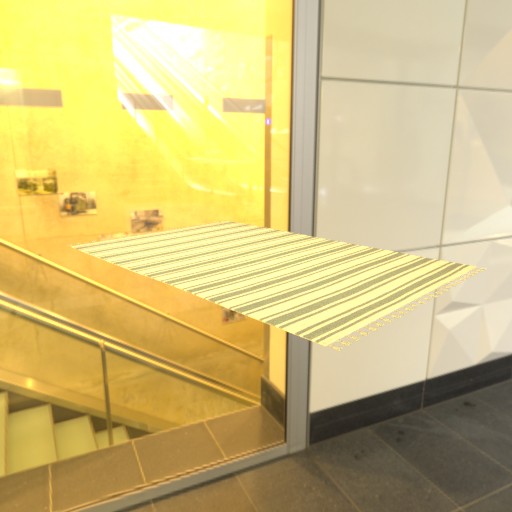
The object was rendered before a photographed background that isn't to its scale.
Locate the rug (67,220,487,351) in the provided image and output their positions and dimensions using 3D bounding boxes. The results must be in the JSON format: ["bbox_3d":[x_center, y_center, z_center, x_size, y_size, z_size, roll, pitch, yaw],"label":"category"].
[{"bbox_3d":[0.000,0.000,2.963,1.539,0.011,2.410,-14,20,-43],"label":"rug"}]
